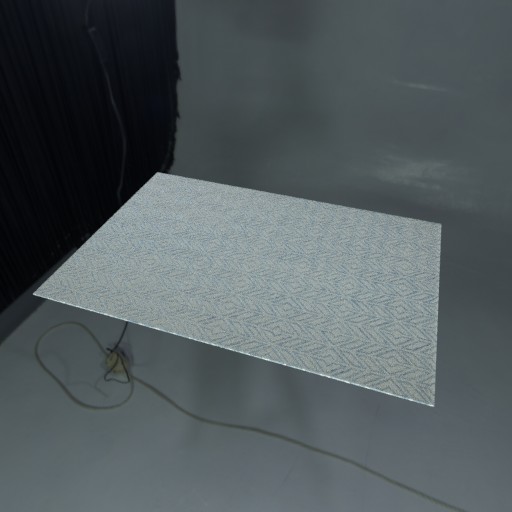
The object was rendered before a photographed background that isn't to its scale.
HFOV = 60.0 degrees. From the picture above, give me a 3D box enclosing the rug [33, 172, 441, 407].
[{"bbox_3d":[0.000,0.000,2.324,1.824,0.008,1.220,12,42,14],"label":"rug"}]
